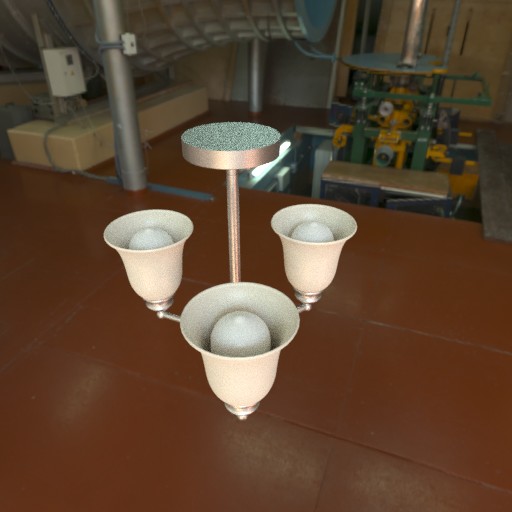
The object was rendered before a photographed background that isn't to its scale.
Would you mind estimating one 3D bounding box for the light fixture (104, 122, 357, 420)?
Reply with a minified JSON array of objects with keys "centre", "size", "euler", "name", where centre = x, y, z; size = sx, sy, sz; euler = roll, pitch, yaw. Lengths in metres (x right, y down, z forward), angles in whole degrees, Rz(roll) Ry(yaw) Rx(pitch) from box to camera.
[{"centre":[0.000,0.000,0.653],"size":[0.354,0.370,0.388],"euler":[-20,37,-29],"name":"light fixture"}]
